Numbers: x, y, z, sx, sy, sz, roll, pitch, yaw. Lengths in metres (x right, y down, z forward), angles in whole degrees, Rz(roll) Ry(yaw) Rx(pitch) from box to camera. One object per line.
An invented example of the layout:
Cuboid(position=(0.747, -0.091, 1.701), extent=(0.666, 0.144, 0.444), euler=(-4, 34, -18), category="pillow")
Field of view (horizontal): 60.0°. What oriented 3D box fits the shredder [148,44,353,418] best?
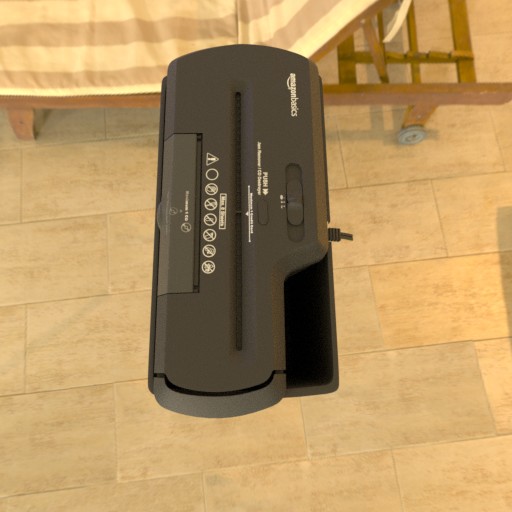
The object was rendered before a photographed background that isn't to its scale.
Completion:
Cuboid(position=(0.000, 0.000, 0.508), extent=(0.170, 0.335, 0.320), euler=(-1, 76, 0), category="shredder")
